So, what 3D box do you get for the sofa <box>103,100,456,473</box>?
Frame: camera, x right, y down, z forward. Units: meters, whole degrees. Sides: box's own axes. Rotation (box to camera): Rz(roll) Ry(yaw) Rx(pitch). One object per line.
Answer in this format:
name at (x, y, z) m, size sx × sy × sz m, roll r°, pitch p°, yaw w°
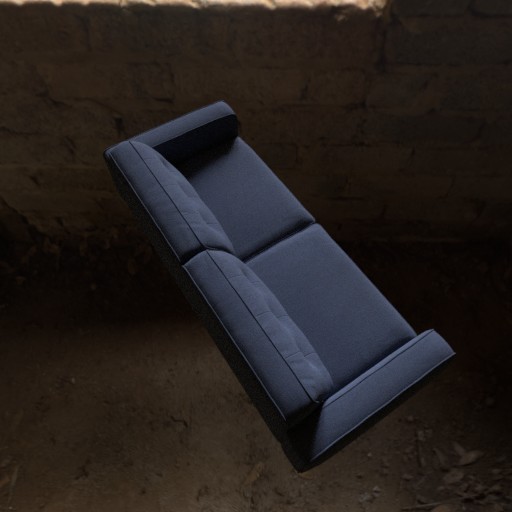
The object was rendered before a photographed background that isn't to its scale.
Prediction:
sofa at (0.000, 0.000, 2.690) m, size 0.953 × 0.782 × 2.270 m, roll -29°, pitch 63°, yaw -17°
